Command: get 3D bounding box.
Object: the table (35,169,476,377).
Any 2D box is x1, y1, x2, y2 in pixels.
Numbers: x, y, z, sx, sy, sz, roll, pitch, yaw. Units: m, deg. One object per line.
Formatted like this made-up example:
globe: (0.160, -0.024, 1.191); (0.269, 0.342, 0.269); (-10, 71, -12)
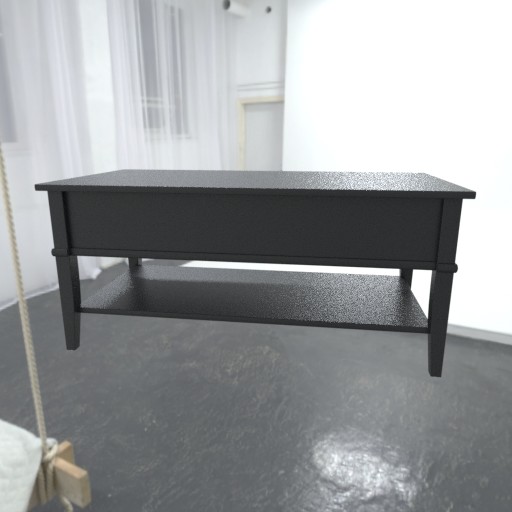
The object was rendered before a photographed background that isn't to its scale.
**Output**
table: (0.000, 0.000, 1.345); (1.044, 0.470, 0.523); (2, 15, 8)
